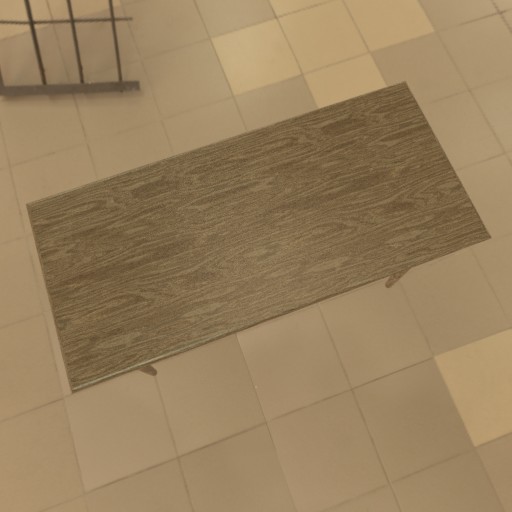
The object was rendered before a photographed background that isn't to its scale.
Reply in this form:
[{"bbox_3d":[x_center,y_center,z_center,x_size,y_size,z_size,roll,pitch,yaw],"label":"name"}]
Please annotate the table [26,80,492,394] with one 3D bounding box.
[{"bbox_3d":[0.000,0.000,1.723,1.300,0.780,0.599,-20,75,-6],"label":"table"}]
